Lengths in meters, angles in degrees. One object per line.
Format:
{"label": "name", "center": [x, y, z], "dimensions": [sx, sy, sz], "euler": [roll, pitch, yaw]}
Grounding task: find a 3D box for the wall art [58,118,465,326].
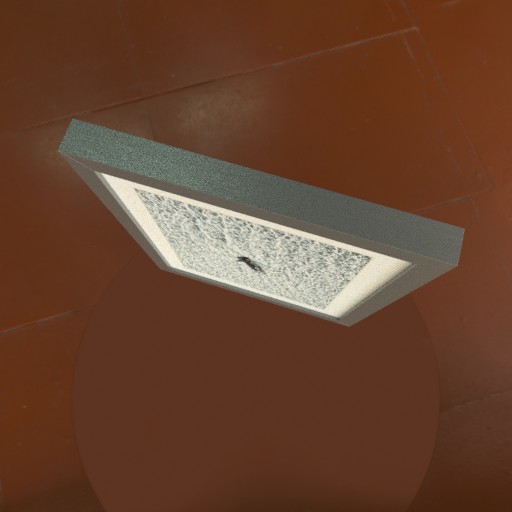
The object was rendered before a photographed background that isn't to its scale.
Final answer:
{"label": "wall art", "center": [0.000, 0.000, 0.512], "dimensions": [0.308, 0.379, 0.030], "euler": [17, 75, 5]}
